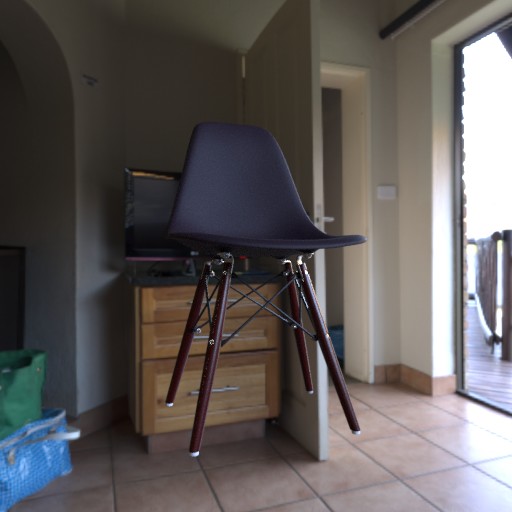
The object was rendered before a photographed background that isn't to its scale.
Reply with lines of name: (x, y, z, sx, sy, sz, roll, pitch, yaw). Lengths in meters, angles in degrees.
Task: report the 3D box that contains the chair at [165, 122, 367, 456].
chair: (0.000, 0.000, 1.144, 0.470, 0.826, 0.533, 0, 0, -18)
